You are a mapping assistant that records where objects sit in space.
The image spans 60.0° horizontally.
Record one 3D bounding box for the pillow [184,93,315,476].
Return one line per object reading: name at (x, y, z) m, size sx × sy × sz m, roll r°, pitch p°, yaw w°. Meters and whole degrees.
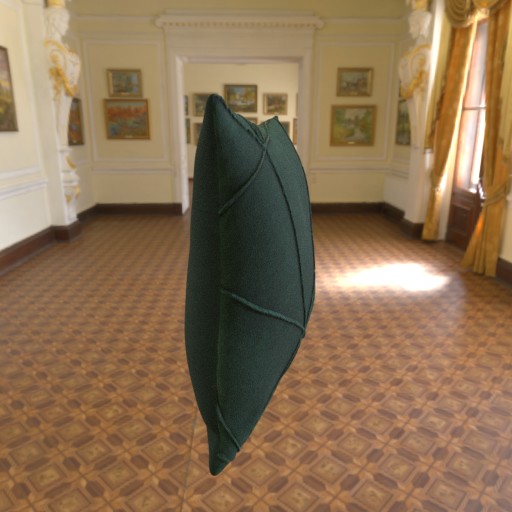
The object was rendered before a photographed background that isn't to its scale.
pillow at (0.000, 0.000, 0.682) m, size 0.184 × 0.440 × 0.439 m, roll 3°, pitch 16°, yaw 11°
